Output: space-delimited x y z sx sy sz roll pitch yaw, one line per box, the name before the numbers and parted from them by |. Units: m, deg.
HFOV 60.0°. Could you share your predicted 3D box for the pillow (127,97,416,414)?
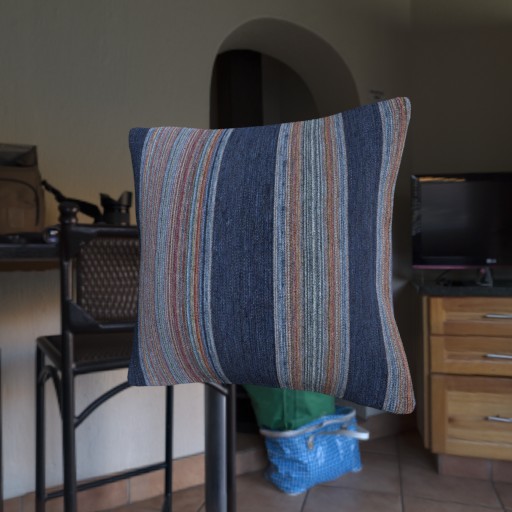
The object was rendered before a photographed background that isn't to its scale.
pillow | 0.000 0.000 0.648 0.437 0.419 0.136 0 -1 18
